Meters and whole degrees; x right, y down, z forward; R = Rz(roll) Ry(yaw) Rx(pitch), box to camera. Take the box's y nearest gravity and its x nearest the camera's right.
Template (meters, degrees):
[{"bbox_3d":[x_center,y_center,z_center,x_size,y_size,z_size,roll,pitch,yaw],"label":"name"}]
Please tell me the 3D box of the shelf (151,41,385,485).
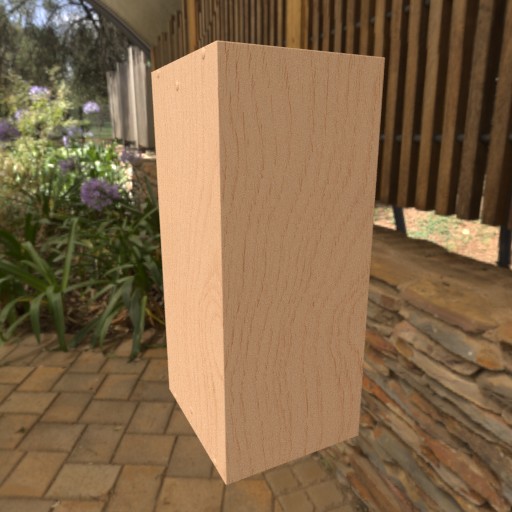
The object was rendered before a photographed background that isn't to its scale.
[{"bbox_3d":[0.000,0.000,0.753,0.250,0.600,0.290,-8,17,-26],"label":"shelf"}]
